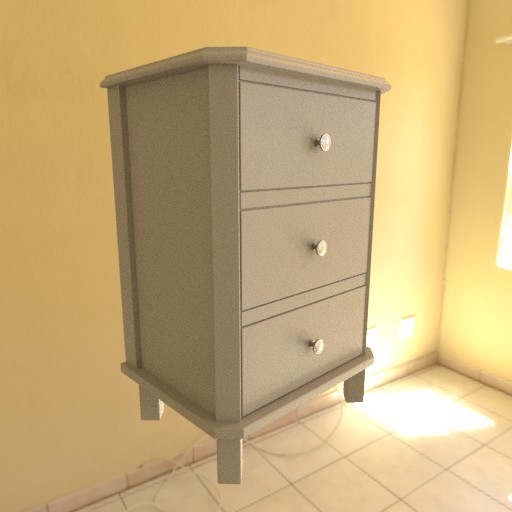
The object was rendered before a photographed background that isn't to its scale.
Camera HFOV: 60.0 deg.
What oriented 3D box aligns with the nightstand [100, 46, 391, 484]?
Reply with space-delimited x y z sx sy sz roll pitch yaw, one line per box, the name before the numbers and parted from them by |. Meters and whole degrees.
nightstand | 0.000 0.000 0.901 0.450 0.680 0.350 -12 17 -42
